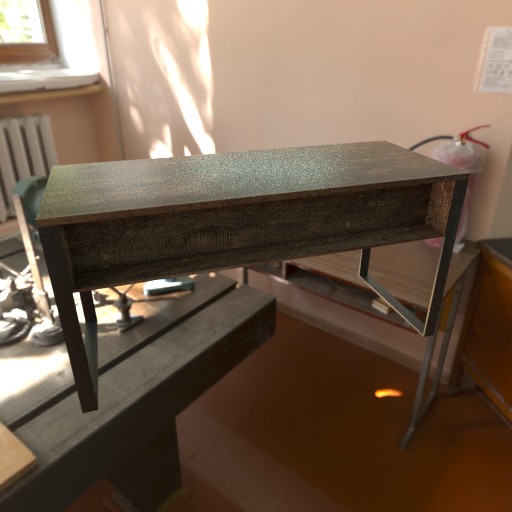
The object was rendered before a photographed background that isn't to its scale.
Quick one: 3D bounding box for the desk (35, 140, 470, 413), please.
[{"bbox_3d":[0.000,0.000,1.908,1.524,0.762,0.599,-8,28,-16],"label":"desk"}]
